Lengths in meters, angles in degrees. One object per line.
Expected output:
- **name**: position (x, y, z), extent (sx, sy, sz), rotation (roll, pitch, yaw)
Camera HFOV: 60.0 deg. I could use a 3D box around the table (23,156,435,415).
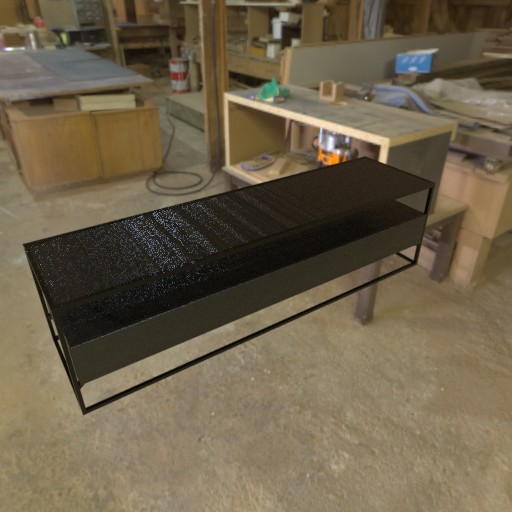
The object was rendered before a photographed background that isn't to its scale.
- **table**: position (0.000, 0.000, 1.694), extent (1.486, 0.395, 0.399), rotation (-19, 36, -28)
